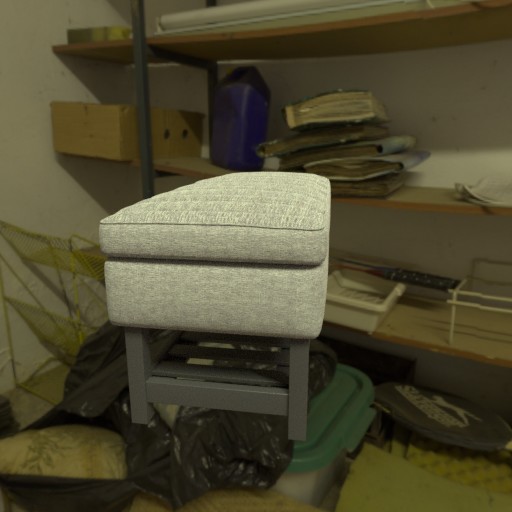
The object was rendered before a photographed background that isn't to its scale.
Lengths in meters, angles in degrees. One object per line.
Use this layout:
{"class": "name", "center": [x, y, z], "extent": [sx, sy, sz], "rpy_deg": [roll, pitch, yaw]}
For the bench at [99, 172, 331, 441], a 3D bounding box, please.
{"class": "bench", "center": [0.000, 0.000, 1.333], "extent": [0.429, 0.470, 1.100], "rpy_deg": [2, 15, 9]}
